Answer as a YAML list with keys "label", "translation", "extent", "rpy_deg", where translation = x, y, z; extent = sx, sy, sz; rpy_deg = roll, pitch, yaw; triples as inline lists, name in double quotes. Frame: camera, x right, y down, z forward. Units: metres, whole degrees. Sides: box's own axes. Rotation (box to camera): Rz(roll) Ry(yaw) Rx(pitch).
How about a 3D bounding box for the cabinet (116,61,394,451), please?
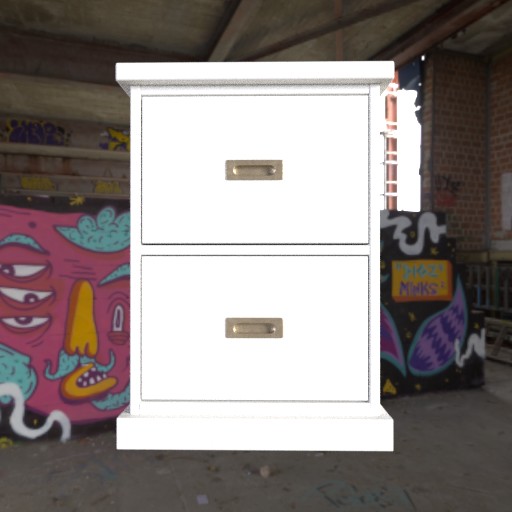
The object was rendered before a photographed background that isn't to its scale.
- label: "cabinet"
  translation: [0.000, 0.000, 1.038]
  extent: [0.520, 0.723, 0.431]
  rpy_deg: [0, 0, 1]
